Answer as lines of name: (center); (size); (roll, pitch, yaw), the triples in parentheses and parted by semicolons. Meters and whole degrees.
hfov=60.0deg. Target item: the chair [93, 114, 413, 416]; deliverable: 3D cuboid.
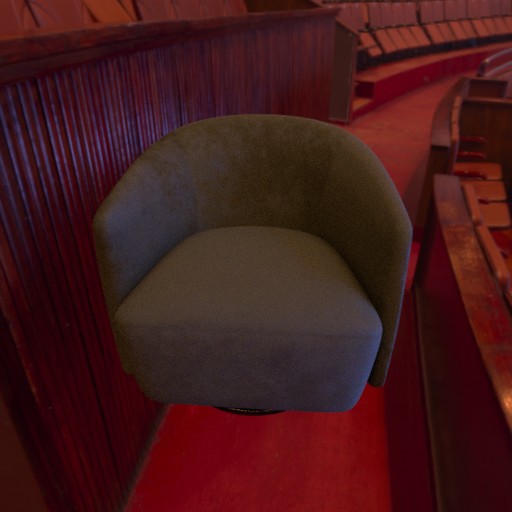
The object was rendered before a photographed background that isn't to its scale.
chair: (0.000, 0.000, 1.366); (0.773, 0.698, 0.767); (2, 31, 4)
